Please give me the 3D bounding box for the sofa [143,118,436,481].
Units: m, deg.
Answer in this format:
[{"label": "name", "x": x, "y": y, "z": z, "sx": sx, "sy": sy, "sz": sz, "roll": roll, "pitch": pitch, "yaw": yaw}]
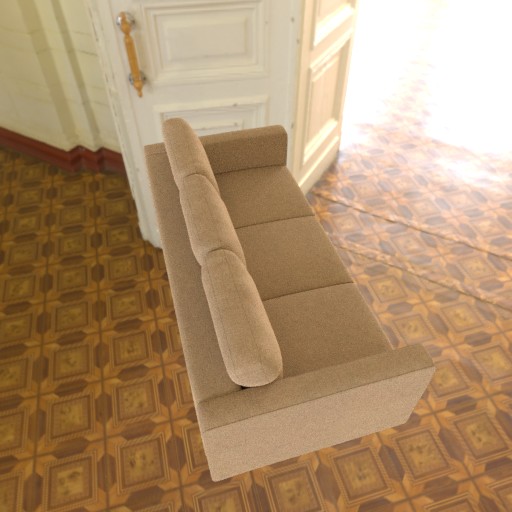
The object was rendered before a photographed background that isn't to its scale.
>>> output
[{"label": "sofa", "x": 0.000, "y": 0.000, "z": 2.339, "sx": 0.930, "sy": 0.800, "sz": 1.855, "roll": -12, "pitch": 47, "yaw": -11}]
